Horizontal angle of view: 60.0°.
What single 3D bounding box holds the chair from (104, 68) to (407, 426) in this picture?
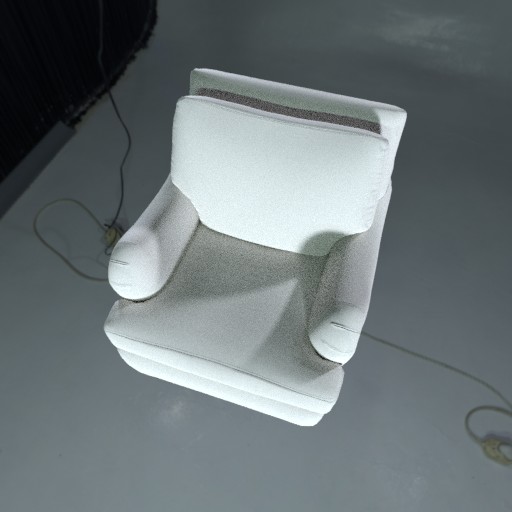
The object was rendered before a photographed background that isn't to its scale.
[{"bbox_3d":[0.000,0.000,1.870,0.955,1.038,1.070,15,58,10],"label":"chair"}]
